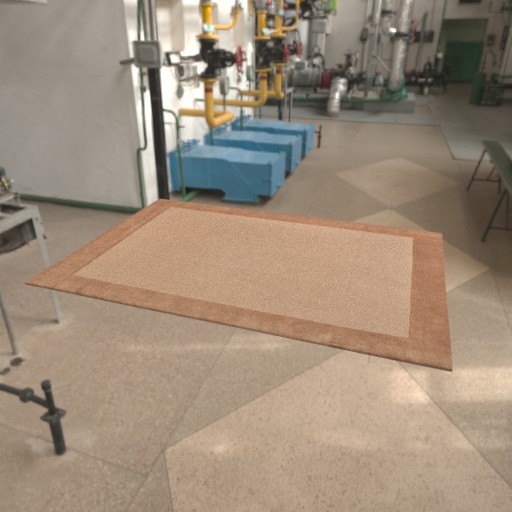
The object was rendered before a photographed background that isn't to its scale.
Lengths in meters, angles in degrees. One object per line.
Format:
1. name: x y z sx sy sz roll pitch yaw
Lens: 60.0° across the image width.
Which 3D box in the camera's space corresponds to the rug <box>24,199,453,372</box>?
1. rug: 0.000 0.000 2.282 1.829 0.014 1.219 9 28 17
